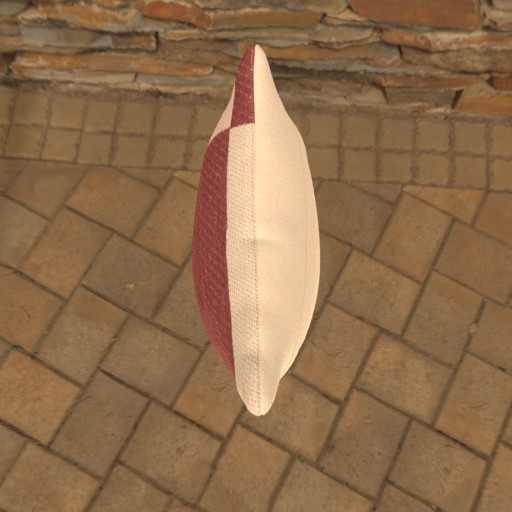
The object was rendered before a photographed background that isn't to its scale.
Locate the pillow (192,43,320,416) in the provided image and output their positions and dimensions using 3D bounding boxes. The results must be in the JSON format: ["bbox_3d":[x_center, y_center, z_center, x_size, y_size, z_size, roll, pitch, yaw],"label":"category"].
[{"bbox_3d":[0.000,0.000,0.809,0.229,0.506,0.536,-1,76,0],"label":"pillow"}]
